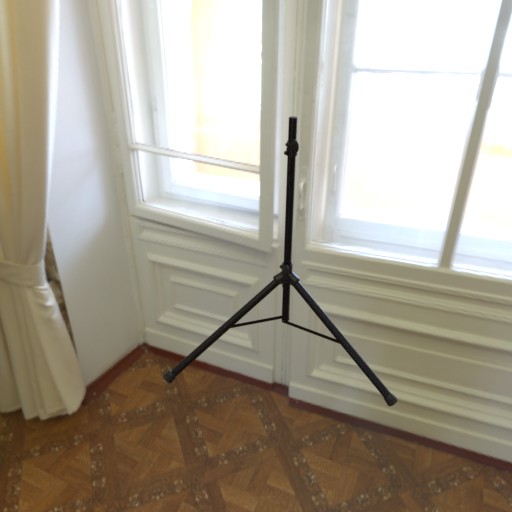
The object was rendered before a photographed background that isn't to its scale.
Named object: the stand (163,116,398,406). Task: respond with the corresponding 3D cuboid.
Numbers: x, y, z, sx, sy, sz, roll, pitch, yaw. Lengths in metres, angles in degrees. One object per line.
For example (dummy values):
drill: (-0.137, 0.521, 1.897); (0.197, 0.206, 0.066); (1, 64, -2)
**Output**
stand: (0.000, 0.000, 1.904); (0.907, 1.136, 1.045); (-11, 31, -19)
